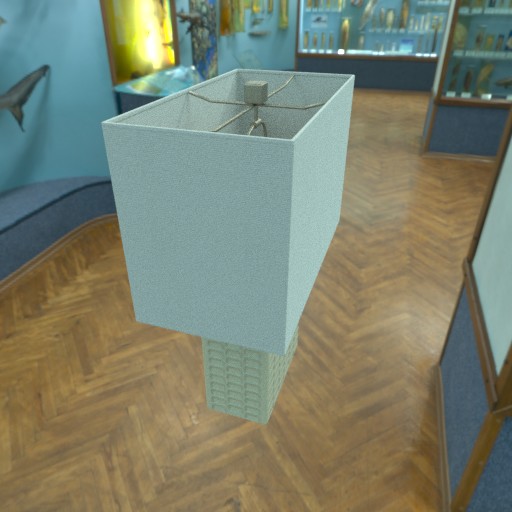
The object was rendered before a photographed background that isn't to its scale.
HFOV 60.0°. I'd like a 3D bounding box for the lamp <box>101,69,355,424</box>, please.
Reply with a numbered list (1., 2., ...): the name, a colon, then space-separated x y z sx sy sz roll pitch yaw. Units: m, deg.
1. lamp: 0.000 0.000 0.696 0.200 0.515 0.380 10 32 16
